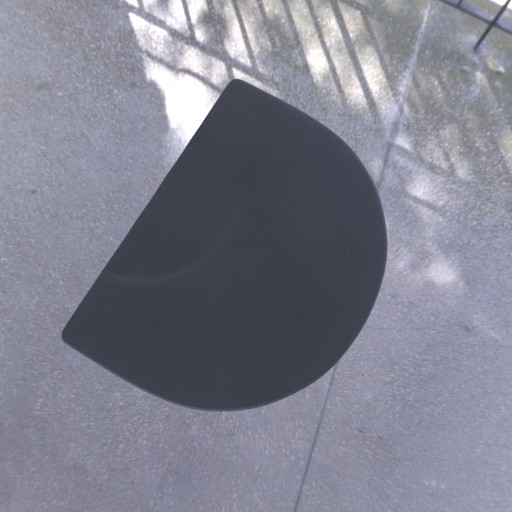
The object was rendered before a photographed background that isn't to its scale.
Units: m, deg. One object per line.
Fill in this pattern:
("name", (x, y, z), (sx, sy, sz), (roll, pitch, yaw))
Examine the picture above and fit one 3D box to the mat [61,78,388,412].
("mat", (0.000, 0.000, 1.629), (0.917, 0.016, 1.220), (29, 78, 7))
